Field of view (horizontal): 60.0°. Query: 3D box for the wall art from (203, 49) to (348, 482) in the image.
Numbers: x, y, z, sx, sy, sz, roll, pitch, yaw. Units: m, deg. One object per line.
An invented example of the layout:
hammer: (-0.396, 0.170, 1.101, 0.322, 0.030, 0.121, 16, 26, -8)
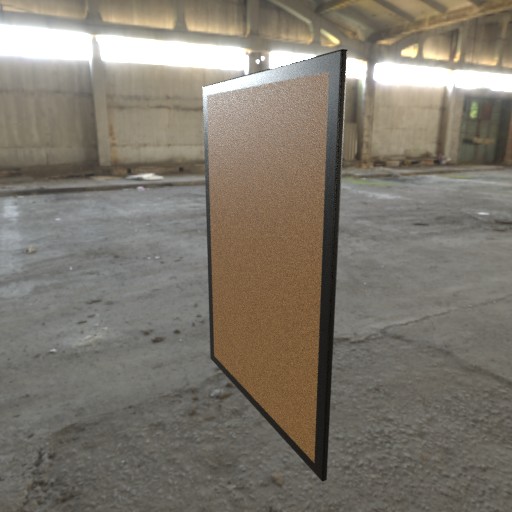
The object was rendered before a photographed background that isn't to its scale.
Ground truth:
wall art: (0.000, 0.000, 1.256, 0.013, 0.967, 0.707, -8, 17, -27)
